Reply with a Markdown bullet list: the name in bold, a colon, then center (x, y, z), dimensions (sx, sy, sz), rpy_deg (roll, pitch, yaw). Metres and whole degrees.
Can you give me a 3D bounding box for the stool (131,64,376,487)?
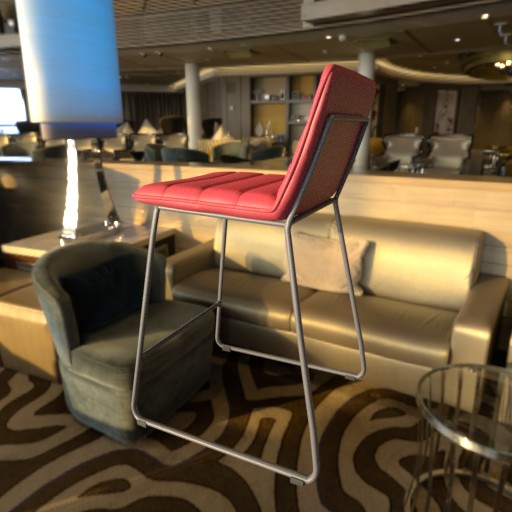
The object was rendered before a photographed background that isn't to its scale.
- **stool**: center (0.000, 0.000, 1.151), dimensions (0.524, 0.866, 0.489), rpy_deg (8, 18, 25)
